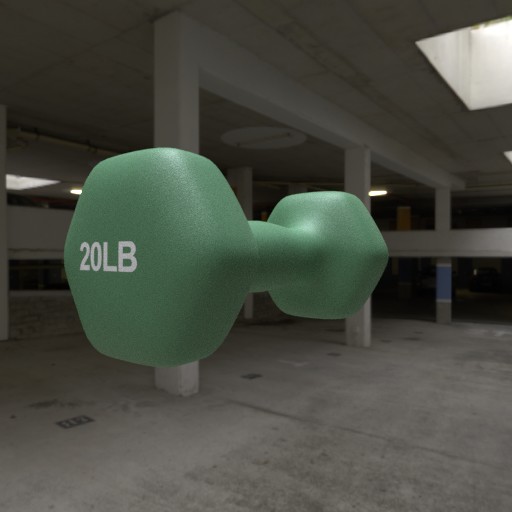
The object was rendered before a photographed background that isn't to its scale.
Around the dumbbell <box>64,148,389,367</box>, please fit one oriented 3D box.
[{"bbox_3d":[0.000,0.000,0.326,0.126,0.114,0.257,0,1,36],"label":"dumbbell"}]
